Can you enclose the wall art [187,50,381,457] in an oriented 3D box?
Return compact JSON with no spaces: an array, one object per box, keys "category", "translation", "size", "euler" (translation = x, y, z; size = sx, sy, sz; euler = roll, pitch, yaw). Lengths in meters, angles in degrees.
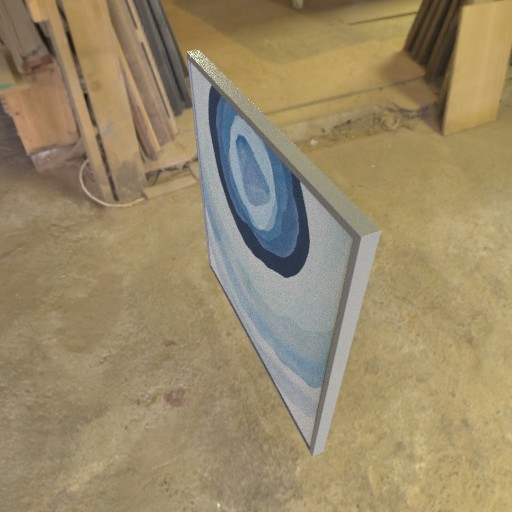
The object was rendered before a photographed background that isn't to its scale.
[{"category":"wall art","translation":[0.000,0.000,1.198],"size":[0.038,0.807,0.809],"euler":[-18,47,-17]}]
